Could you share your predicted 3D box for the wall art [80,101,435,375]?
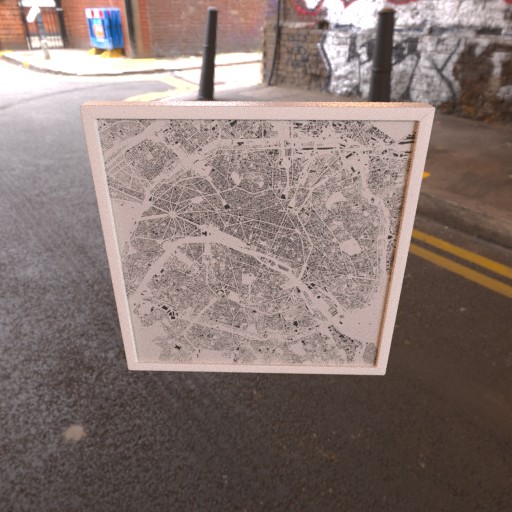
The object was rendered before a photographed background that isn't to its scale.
[{"bbox_3d":[0.000,0.000,0.770,0.508,0.508,0.038,1,29,1],"label":"wall art"}]
